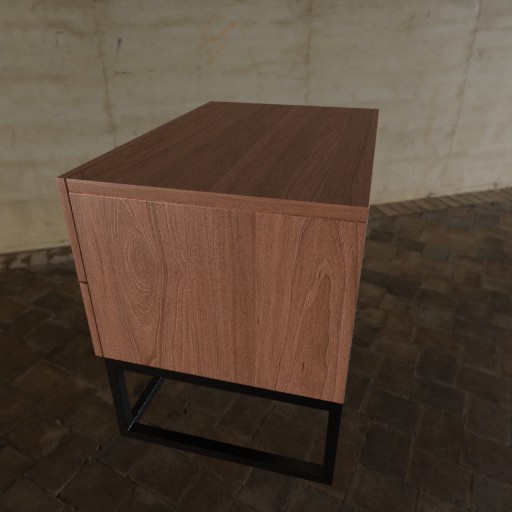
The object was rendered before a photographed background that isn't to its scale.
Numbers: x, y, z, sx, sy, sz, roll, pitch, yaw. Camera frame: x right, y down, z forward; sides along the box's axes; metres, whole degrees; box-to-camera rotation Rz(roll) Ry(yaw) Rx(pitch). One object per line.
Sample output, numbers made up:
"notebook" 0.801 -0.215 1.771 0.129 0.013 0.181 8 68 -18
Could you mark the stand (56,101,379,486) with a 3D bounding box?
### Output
"stand" 0.000 0.000 0.917 0.420 0.500 0.600 7 30 13
